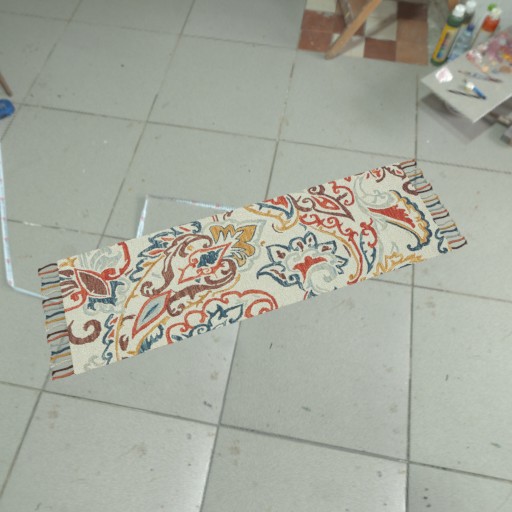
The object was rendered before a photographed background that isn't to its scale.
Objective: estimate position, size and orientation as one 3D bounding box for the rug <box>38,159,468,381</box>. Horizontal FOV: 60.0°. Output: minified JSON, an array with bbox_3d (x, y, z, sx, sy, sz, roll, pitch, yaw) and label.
[{"bbox_3d":[0.000,0.000,2.857,2.682,0.015,0.763,-17,64,-9],"label":"rug"}]
